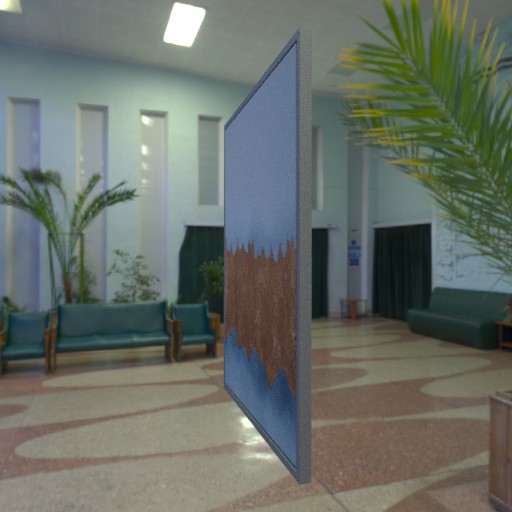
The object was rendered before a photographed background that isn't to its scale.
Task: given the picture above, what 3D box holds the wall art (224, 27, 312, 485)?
[{"bbox_3d":[0.000,0.000,1.391,0.034,1.042,0.789,0,0,-17],"label":"wall art"}]
